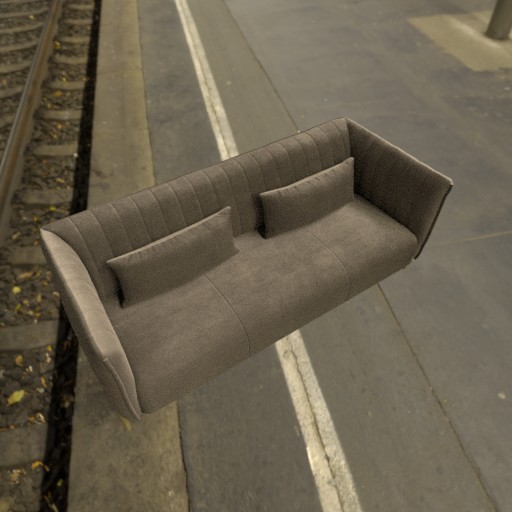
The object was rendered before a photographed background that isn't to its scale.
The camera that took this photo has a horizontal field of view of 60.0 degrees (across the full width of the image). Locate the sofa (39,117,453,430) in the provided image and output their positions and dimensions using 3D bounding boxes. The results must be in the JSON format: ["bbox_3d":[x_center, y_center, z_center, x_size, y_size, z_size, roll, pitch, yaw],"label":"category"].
[{"bbox_3d":[0.000,0.000,2.446,1.980,0.780,0.876,-26,51,-23],"label":"sofa"}]
